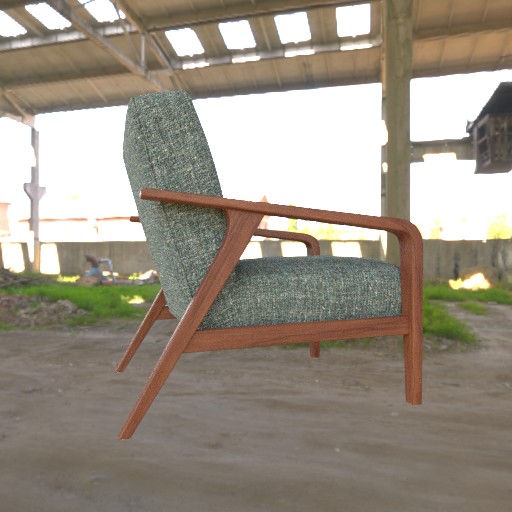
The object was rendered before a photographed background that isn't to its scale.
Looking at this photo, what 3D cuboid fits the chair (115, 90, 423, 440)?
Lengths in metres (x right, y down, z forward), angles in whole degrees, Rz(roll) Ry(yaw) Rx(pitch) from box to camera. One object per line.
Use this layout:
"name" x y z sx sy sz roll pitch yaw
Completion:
"chair" 0.000 0.000 1.486 0.889 0.864 0.719 0 -1 -18
